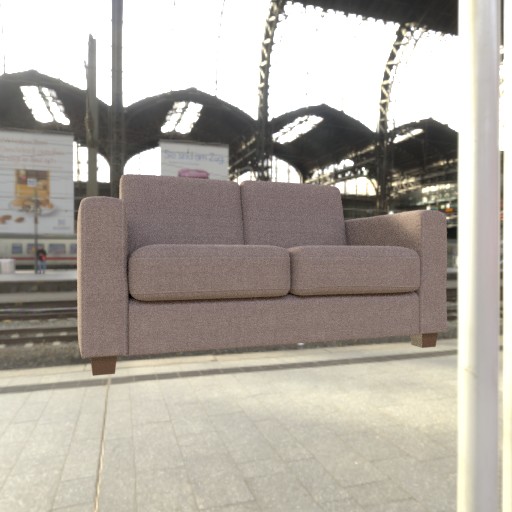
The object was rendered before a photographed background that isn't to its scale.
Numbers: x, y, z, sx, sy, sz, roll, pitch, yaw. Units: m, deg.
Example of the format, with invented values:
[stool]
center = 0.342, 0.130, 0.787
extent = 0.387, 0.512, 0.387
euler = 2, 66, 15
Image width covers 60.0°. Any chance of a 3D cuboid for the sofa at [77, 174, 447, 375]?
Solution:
[sofa]
center = 0.000, 0.000, 2.070
extent = 1.520, 0.800, 0.900
euler = 0, 0, -19
